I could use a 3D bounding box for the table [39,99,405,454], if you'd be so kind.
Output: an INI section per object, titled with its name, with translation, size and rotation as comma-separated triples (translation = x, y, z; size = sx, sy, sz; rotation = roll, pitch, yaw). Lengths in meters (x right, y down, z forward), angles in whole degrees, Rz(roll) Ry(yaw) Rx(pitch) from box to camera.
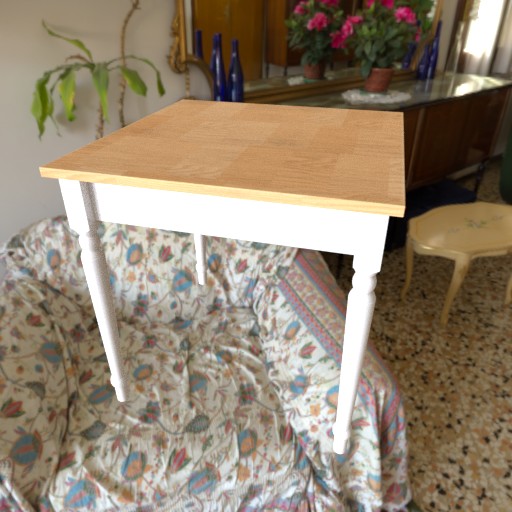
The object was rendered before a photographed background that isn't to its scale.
[table]
translation = 0.000, 0.000, 1.349
size = 0.747, 0.738, 0.747
rotation = 8, 31, 14
